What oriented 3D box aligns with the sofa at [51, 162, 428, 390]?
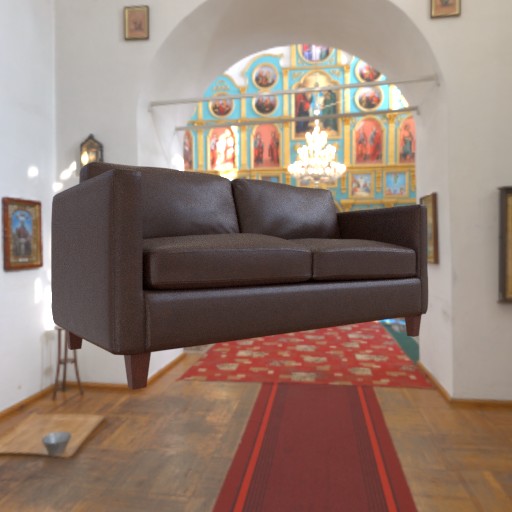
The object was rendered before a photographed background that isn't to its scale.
[{"bbox_3d":[0.000,0.000,2.401,1.883,0.933,0.951,0,0,-37],"label":"sofa"}]
